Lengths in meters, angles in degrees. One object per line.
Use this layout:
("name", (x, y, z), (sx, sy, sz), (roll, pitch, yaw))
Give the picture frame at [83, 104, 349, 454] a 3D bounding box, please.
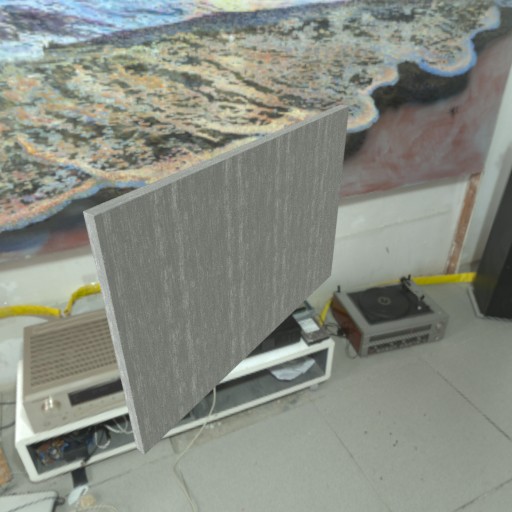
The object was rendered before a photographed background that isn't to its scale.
("picture frame", (0.000, 0.000, 1.235), (0.029, 0.640, 0.950), (21, 37, 30))
